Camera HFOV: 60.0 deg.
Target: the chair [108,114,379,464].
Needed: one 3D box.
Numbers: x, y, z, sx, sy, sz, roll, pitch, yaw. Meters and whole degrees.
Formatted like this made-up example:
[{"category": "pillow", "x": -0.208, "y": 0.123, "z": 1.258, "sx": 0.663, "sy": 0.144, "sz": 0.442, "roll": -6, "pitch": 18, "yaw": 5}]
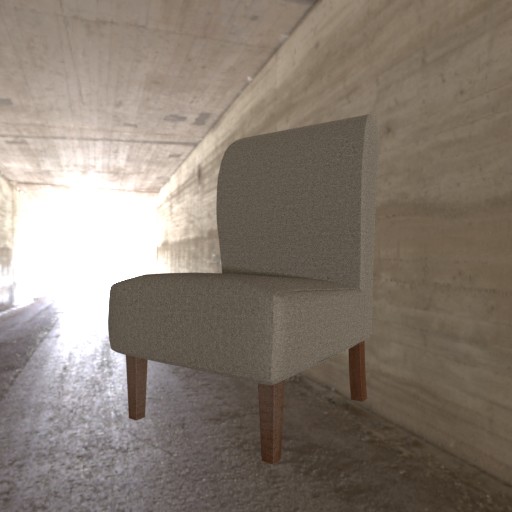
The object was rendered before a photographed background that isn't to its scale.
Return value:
[{"category": "chair", "x": 0.000, "y": 0.000, "z": 1.172, "sx": 0.513, "sy": 0.804, "sz": 0.592, "roll": 0, "pitch": 1, "yaw": 34}]
